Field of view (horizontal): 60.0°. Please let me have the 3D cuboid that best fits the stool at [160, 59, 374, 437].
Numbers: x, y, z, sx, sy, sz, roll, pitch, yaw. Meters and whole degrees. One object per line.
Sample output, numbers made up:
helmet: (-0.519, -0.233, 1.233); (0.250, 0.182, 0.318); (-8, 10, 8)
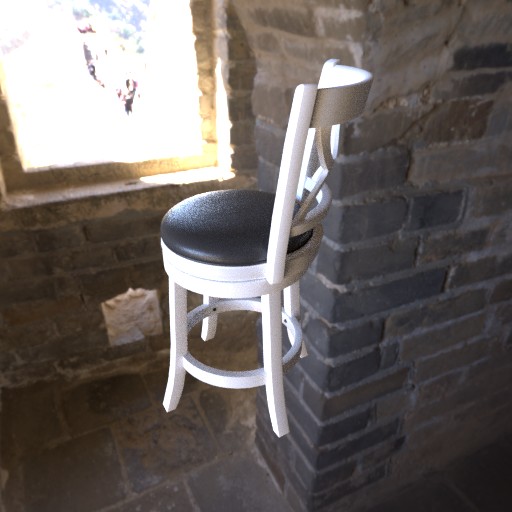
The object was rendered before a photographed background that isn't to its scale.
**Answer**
stool: (0.000, 0.000, 1.208); (0.508, 0.953, 0.444); (7, 30, 13)
